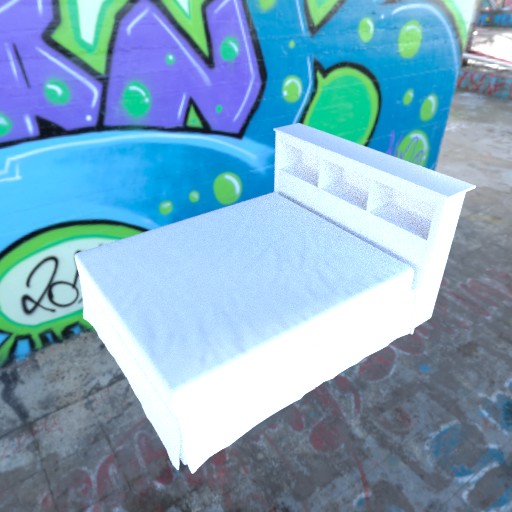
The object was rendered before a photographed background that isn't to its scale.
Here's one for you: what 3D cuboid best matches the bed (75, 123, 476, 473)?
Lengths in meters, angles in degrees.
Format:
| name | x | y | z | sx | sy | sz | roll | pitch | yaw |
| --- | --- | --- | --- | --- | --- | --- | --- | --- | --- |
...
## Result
| name | x | y | z | sx | sy | sz | roll | pitch | yaw |
| --- | --- | --- | --- | --- | --- | --- | --- | --- | --- |
| bed | 0.000 | 0.000 | 3.064 | 2.133 | 1.092 | 1.671 | -21 | 38 | -30 |
